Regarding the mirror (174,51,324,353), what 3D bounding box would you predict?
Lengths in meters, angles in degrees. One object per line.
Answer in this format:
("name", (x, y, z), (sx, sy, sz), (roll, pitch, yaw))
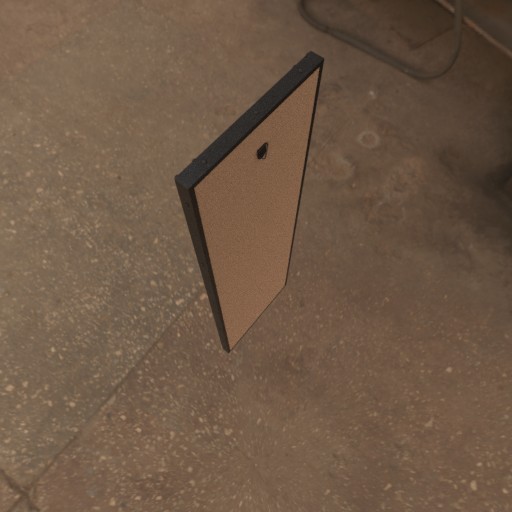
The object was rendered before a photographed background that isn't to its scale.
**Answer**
("mirror", (0.000, 0.000, 1.203), (0.042, 1.080, 0.354), (36, 70, 16))
